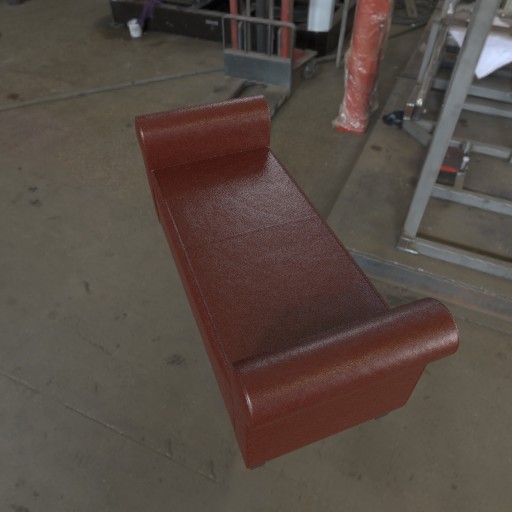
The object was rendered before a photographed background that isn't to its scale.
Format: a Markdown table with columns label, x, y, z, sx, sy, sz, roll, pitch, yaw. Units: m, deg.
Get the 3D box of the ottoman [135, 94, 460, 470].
| label | x | y | z | sx | sy | sz | roll | pitch | yaw |
| --- | --- | --- | --- | --- | --- | --- | --- | --- | --- |
| ottoman | 0.000 | 0.000 | 1.500 | 0.521 | 0.547 | 1.256 | -15 | 48 | -15 |
